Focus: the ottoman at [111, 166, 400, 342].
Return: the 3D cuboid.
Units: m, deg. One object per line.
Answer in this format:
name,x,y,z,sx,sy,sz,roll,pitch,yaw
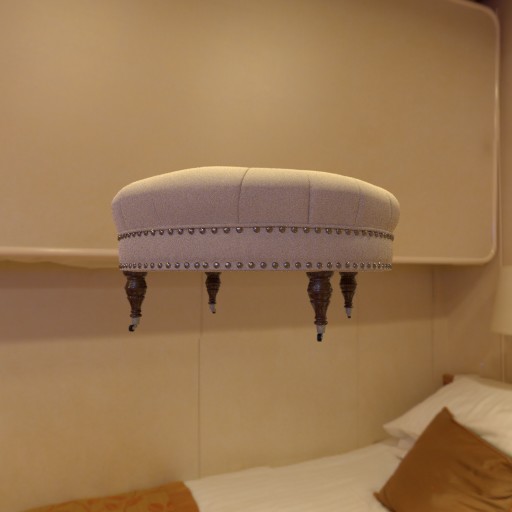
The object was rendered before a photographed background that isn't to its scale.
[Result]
ottoman,0.000,0.000,1.435,0.901,0.439,0.901,0,-2,0
